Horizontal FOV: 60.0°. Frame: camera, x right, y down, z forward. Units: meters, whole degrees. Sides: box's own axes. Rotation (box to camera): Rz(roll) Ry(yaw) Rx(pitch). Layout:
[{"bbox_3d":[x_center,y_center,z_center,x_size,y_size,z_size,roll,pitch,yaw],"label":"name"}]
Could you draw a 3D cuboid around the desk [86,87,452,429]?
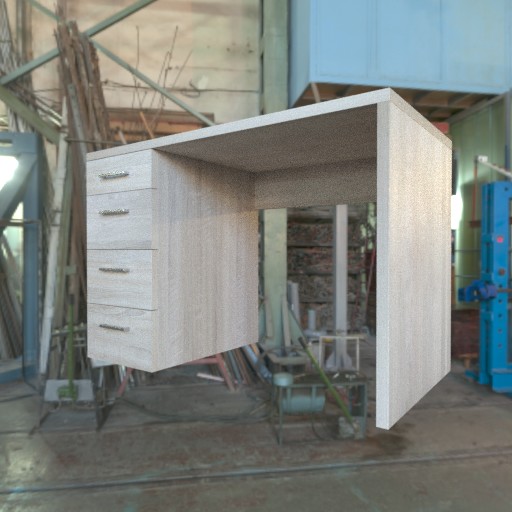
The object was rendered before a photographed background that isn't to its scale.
[{"bbox_3d":[0.000,0.000,1.491,1.100,0.731,0.600,1,1,36],"label":"desk"}]
